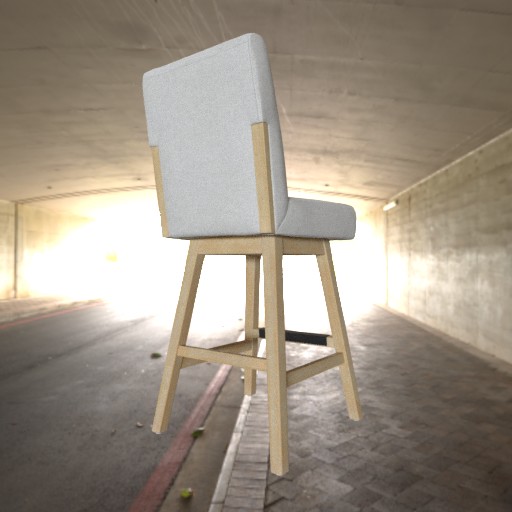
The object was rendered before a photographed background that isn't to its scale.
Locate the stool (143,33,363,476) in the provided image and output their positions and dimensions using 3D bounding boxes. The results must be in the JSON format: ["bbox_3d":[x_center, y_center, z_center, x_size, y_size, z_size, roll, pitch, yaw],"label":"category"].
[{"bbox_3d":[0.000,0.000,1.305,0.446,1.015,0.543,0,-1,36],"label":"stool"}]
